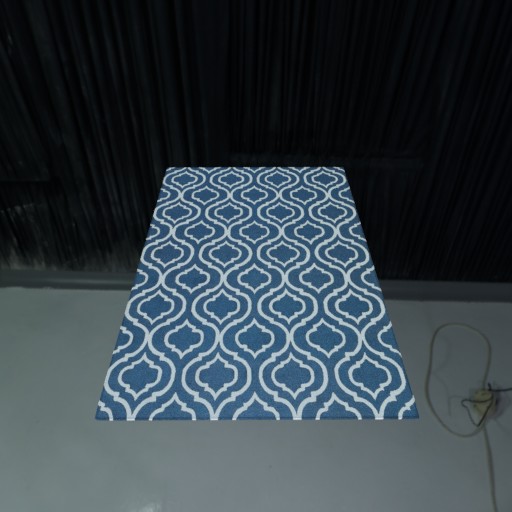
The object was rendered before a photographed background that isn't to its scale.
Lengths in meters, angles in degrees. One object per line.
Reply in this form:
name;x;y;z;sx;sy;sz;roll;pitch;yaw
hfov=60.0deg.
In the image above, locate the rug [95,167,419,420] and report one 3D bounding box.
rug;0.000;0.000;2.216;1.143;0.010;1.753;0;41;0
